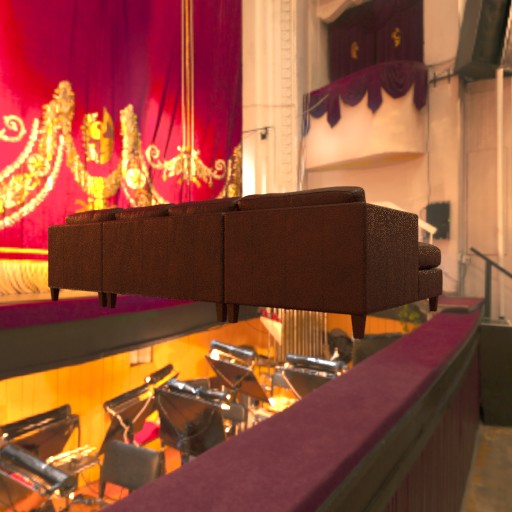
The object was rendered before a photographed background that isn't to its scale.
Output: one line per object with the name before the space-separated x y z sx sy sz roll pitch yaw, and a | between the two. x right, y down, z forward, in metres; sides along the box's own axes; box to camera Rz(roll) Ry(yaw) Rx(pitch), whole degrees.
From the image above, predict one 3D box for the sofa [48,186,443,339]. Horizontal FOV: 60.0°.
sofa | 0.000 0.000 4.345 3.324 0.891 2.452 0 0 37
